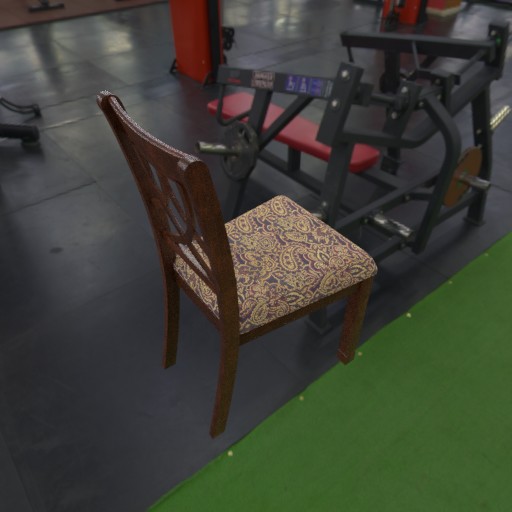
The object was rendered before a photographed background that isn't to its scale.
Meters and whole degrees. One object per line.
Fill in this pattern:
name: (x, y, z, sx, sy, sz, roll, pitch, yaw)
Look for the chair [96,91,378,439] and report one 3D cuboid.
chair: (0.000, 0.000, 1.289, 0.584, 0.965, 0.457, -26, 47, -27)
